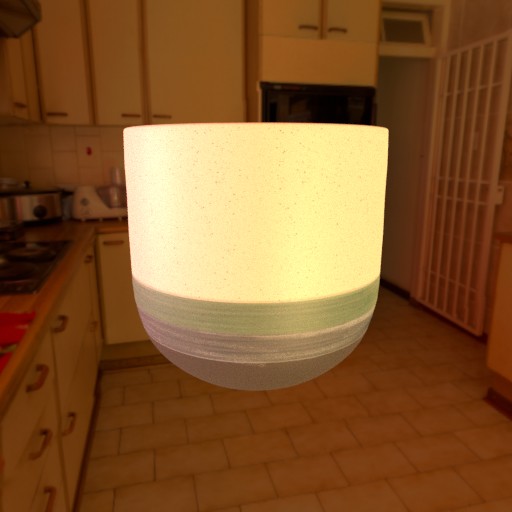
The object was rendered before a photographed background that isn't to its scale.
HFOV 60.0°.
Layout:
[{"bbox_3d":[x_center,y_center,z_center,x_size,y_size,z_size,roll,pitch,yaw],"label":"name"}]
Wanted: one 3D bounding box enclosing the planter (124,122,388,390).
[{"bbox_3d":[0.000,0.000,0.494,0.268,0.270,0.268,0,13,0],"label":"planter"}]
